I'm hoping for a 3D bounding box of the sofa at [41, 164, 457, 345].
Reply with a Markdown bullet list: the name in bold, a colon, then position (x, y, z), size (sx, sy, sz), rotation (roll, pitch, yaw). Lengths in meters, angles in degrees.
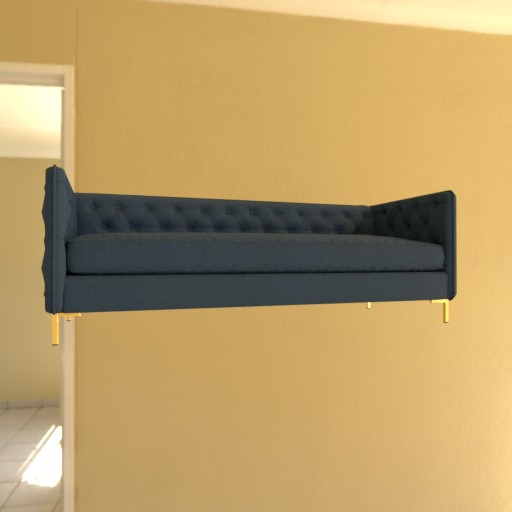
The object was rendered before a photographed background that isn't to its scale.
- **sofa**: position (0.000, 0.000, 2.606), size (2.209, 0.771, 0.895), rotation (0, -1, -19)
